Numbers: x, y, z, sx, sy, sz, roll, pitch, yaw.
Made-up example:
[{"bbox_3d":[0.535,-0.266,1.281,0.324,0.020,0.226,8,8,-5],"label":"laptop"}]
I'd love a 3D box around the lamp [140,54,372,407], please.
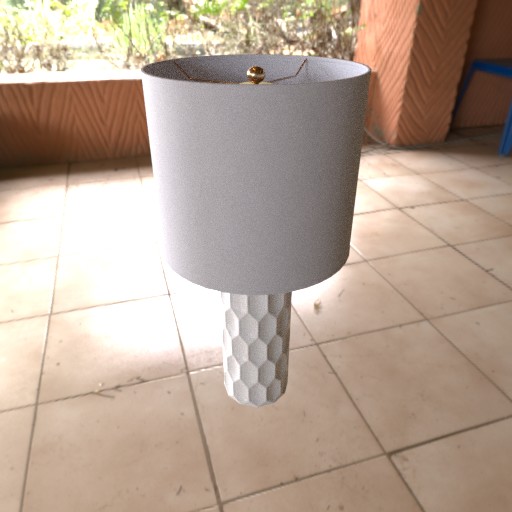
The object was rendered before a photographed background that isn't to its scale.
[{"bbox_3d":[0.000,0.000,0.676,0.277,0.537,0.277,-9,31,-16],"label":"lamp"}]
